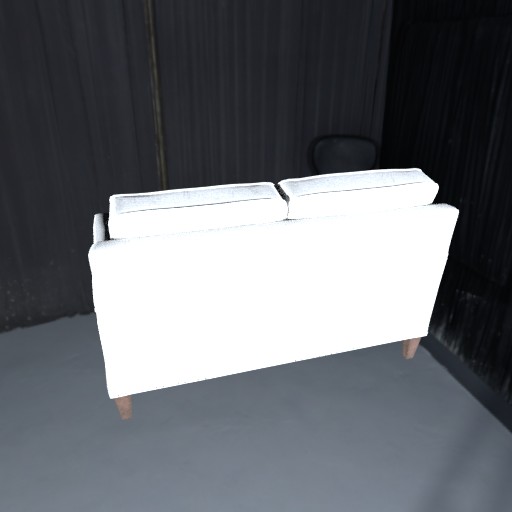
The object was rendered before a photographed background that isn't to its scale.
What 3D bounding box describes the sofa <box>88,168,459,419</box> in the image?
[{"bbox_3d":[0.000,0.000,2.298,1.597,1.003,1.084,-7,26,-15],"label":"sofa"}]
